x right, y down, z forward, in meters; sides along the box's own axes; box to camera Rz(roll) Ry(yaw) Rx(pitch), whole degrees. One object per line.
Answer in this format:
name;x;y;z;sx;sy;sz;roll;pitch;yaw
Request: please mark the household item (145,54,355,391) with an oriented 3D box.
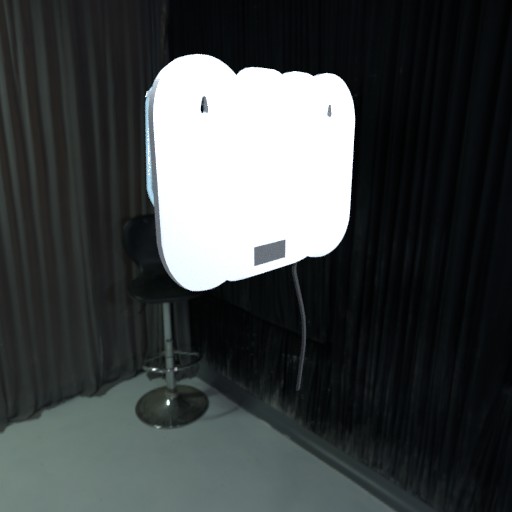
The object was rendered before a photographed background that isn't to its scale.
household item;0.000;0.000;0.374;0.042;0.294;0.211;15;22;43
